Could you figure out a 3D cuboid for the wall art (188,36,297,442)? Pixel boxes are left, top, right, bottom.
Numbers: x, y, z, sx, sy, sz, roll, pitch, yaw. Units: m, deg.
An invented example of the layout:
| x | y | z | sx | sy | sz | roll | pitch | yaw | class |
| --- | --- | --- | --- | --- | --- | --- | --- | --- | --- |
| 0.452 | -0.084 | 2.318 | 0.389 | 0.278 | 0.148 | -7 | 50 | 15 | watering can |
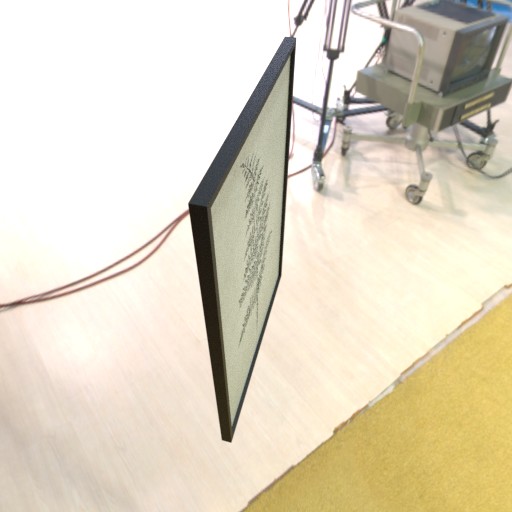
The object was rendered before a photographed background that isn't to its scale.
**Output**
| x | y | z | sx | sy | sz | roll | pitch | yaw | class |
| --- | --- | --- | --- | --- | --- | --- | --- | --- | --- |
| 0.000 | 0.000 | 1.433 | 0.036 | 1.070 | 0.802 | 11 | 47 | 10 | wall art |
